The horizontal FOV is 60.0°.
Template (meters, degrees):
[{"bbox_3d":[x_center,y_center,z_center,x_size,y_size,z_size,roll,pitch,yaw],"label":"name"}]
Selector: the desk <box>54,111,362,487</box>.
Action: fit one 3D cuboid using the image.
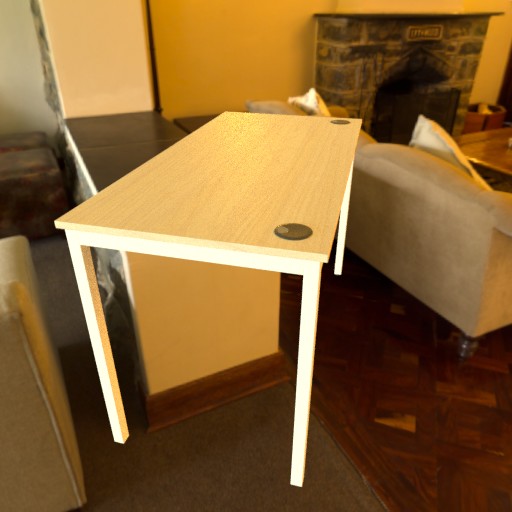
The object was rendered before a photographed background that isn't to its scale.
[{"bbox_3d":[0.000,0.000,1.594,0.600,0.750,1.200,7,30,13],"label":"desk"}]
